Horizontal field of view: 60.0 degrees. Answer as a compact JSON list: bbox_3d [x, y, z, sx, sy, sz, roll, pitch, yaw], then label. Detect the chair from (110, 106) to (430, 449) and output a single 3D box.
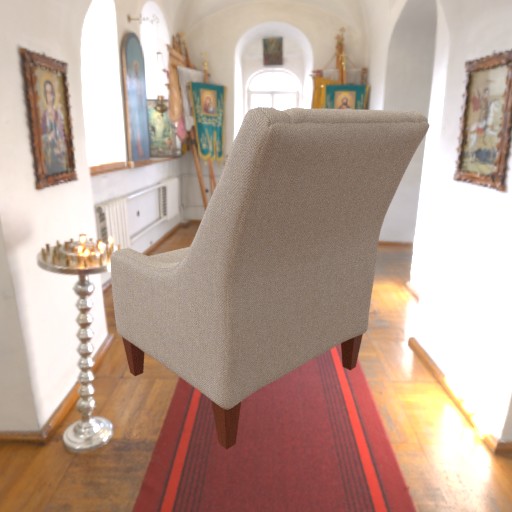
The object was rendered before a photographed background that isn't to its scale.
[{"bbox_3d":[0.000,0.000,1.628,0.774,1.014,0.870,-16,23,-41],"label":"chair"}]
